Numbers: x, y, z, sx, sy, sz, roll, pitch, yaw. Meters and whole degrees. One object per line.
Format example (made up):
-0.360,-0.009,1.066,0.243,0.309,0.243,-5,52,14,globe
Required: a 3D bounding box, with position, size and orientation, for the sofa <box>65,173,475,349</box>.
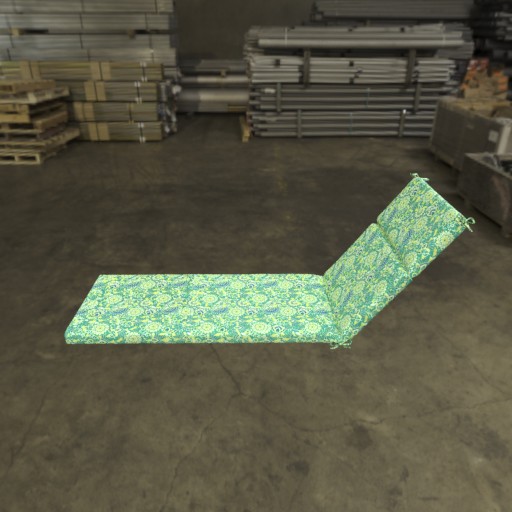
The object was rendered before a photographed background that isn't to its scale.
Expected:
0.000,0.000,2.017,1.663,0.622,0.582,0,27,0,sofa
